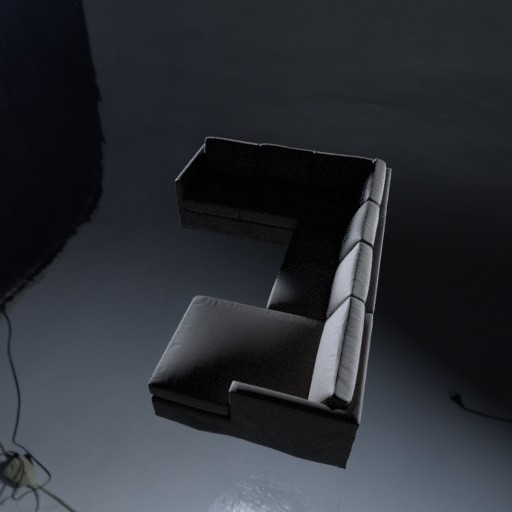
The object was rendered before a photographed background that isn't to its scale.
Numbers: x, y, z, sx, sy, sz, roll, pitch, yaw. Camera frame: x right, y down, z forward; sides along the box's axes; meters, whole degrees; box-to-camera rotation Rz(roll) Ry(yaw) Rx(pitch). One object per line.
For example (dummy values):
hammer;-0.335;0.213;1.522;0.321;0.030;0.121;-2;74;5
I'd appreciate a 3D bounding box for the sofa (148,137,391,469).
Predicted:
sofa;0.000;0.000;4.559;2.427;0.882;3.460;11;43;12
